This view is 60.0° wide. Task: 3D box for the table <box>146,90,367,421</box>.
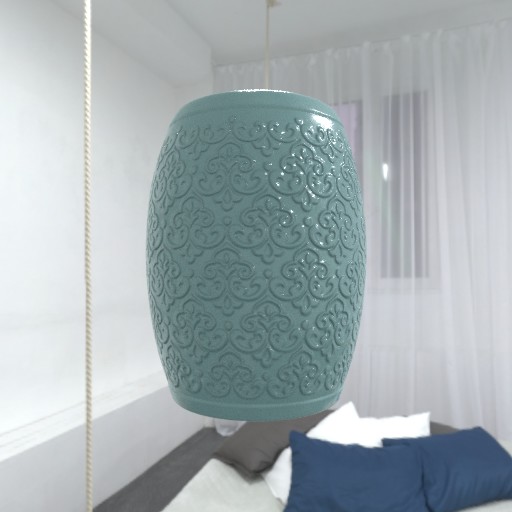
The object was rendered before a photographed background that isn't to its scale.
[{"bbox_3d":[0.000,0.000,0.639,0.309,0.397,0.309,0,-1,0],"label":"table"}]
